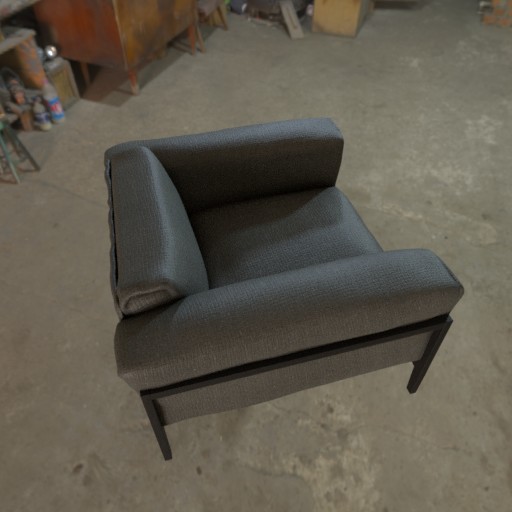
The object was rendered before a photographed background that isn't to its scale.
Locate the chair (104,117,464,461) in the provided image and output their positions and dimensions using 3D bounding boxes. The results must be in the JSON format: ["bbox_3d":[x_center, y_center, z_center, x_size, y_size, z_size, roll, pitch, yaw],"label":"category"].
[{"bbox_3d":[0.000,0.000,1.638,0.969,0.646,1.056,-11,46,-11],"label":"chair"}]
